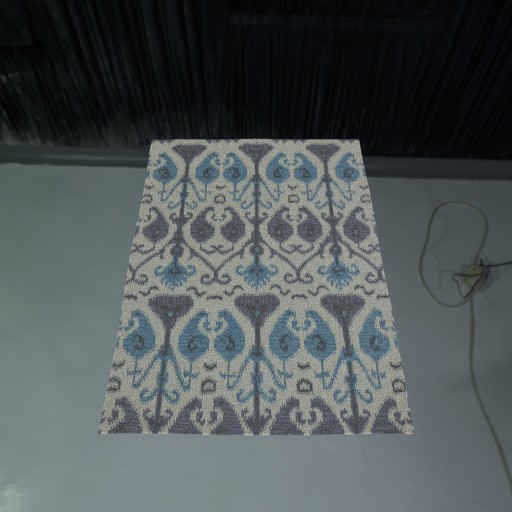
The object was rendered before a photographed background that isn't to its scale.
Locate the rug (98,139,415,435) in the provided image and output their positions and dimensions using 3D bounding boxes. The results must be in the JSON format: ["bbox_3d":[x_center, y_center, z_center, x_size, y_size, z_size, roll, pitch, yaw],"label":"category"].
[{"bbox_3d":[0.000,0.000,2.958,1.676,0.013,2.261,0,57,0],"label":"rug"}]
